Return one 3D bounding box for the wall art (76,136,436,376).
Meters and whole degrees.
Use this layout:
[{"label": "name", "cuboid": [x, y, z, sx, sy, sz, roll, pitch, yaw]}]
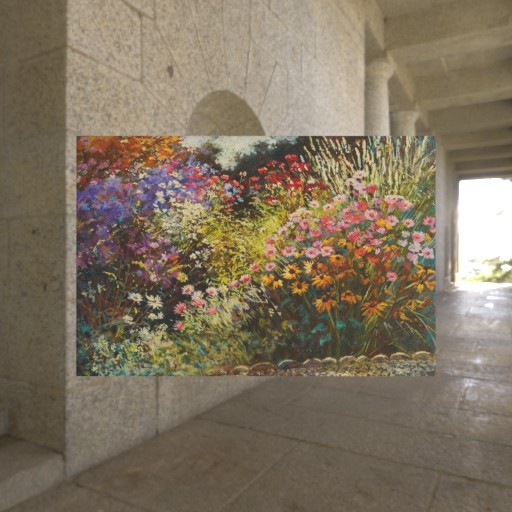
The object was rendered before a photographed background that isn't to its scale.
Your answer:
[{"label": "wall art", "cuboid": [0.000, 0.000, 1.422, 1.136, 0.760, 0.042, 0, 0, 0]}]
